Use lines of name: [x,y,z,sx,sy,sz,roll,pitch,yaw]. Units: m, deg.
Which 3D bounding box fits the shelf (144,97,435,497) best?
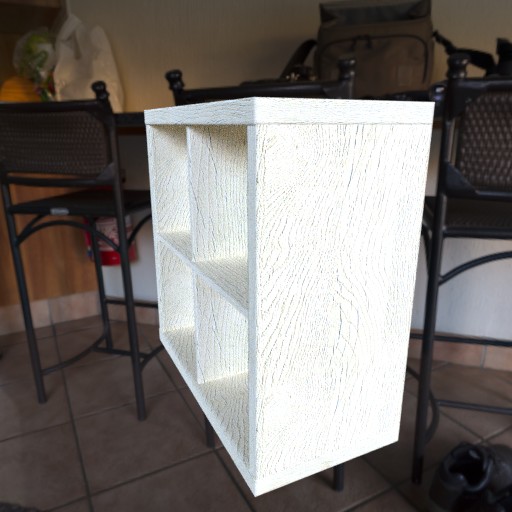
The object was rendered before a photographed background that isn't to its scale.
shelf: [0.000,0.000,1.234,0.390,0.786,0.790,-8,18,-25]
